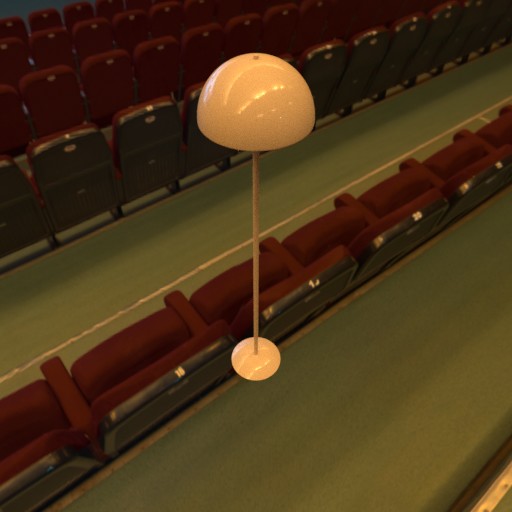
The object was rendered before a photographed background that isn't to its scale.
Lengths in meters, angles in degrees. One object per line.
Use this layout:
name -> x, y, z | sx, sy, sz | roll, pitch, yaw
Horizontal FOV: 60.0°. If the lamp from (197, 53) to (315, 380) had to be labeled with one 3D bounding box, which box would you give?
lamp -> 0.000, 0.000, 1.654 | 0.328, 1.480, 0.328 | -31, 54, -26
